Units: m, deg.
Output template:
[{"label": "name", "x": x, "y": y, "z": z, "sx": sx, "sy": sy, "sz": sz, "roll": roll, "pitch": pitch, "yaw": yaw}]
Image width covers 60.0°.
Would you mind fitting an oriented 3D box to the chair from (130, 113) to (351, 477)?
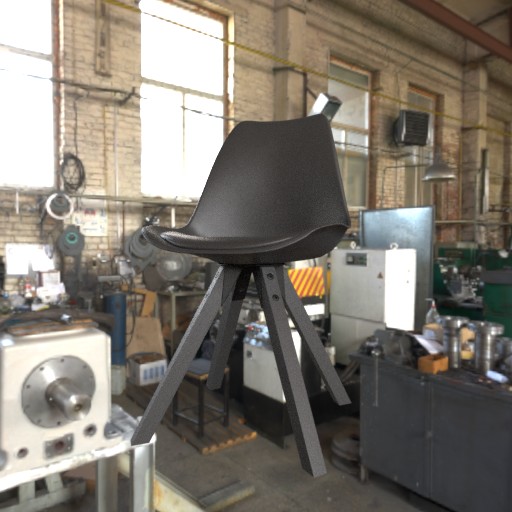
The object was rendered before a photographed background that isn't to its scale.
[{"label": "chair", "x": 0.000, "y": 0.000, "z": 1.152, "sx": 0.485, "sy": 0.850, "sz": 0.550, "roll": 1, "pitch": 2, "yaw": 19}]
